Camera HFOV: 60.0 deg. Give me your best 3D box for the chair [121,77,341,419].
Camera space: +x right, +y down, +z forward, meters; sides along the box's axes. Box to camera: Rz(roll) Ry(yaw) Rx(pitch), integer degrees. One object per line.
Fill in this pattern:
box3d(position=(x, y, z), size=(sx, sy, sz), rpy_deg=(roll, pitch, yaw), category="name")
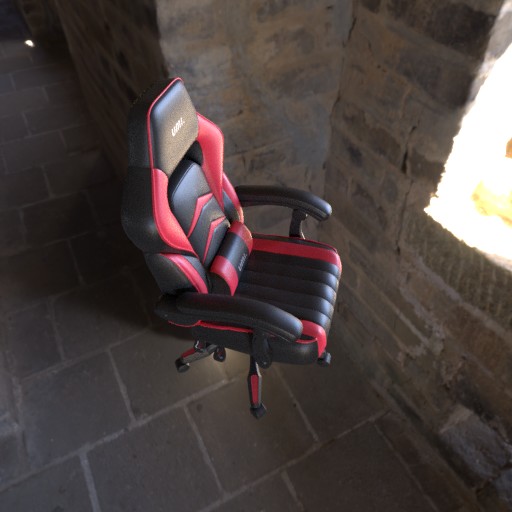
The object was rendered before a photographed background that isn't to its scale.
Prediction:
box3d(position=(0.000, 0.000, 1.654), size=(0.700, 1.220, 0.700), rpy_deg=(11, 47, 11), category="chair")
